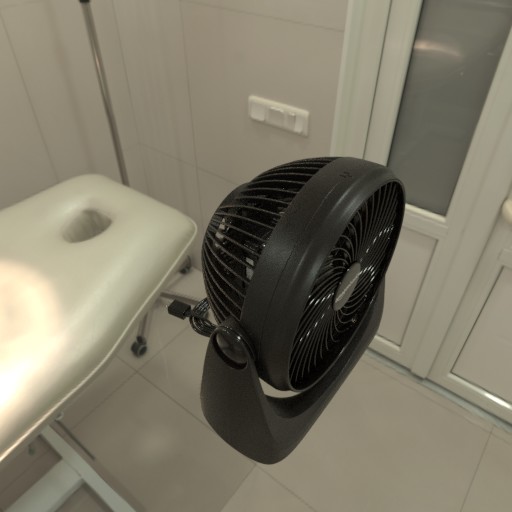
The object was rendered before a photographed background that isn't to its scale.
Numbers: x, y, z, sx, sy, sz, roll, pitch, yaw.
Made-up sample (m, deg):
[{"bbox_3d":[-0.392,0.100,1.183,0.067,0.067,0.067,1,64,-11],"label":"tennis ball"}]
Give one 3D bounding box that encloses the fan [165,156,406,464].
[{"bbox_3d":[0.000,0.000,0.495,0.256,0.277,0.273,27,48,27],"label":"fan"}]
